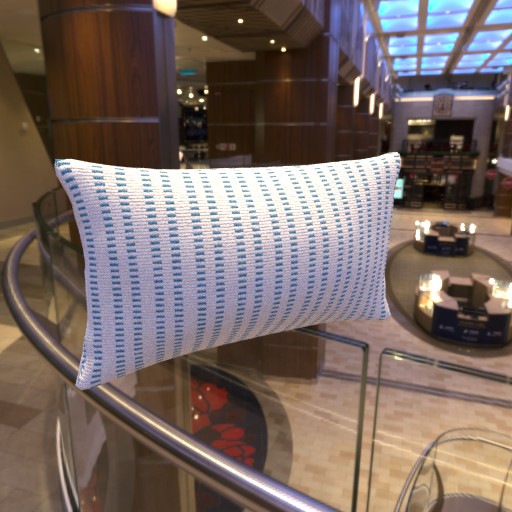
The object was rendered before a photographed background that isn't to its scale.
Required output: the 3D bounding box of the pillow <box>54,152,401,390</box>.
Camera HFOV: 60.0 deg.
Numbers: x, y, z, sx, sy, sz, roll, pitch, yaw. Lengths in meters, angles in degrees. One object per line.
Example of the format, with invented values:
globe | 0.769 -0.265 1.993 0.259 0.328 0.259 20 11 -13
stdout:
pillow | 0.000 0.000 0.794 0.640 0.353 0.210 -8 17 -26
